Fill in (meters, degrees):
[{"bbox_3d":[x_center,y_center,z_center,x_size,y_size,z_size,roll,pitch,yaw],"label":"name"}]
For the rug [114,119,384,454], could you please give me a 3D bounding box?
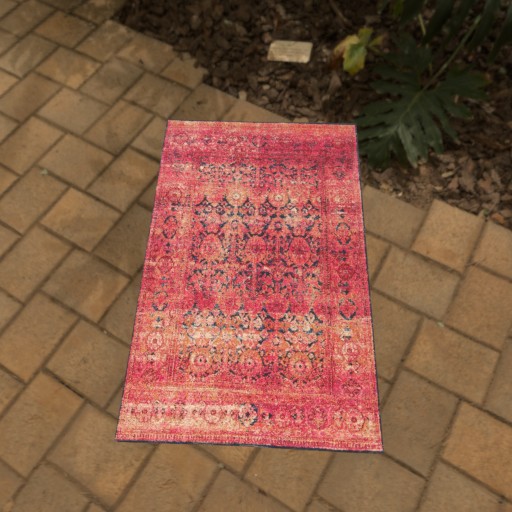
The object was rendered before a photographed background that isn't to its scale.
[{"bbox_3d":[0.000,0.000,3.063,1.539,0.018,2.449,2,64,1],"label":"rug"}]
